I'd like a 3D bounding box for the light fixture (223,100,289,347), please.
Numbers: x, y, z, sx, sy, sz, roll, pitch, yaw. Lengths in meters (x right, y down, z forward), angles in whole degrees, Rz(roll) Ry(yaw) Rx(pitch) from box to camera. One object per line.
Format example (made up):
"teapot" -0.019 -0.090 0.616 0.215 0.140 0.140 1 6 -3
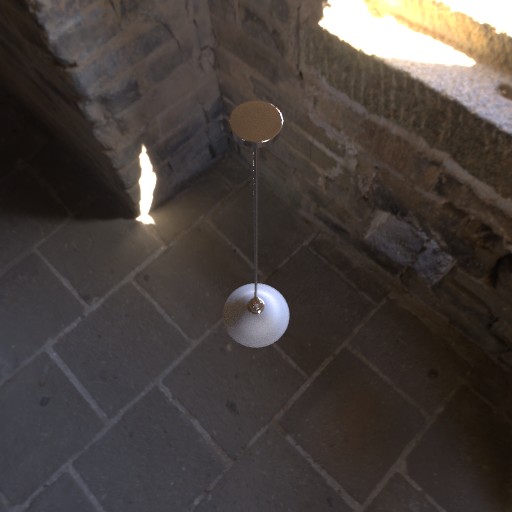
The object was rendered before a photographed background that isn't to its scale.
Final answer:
"light fixture" 0.000 0.000 1.549 0.324 1.354 0.324 -2 65 -1
